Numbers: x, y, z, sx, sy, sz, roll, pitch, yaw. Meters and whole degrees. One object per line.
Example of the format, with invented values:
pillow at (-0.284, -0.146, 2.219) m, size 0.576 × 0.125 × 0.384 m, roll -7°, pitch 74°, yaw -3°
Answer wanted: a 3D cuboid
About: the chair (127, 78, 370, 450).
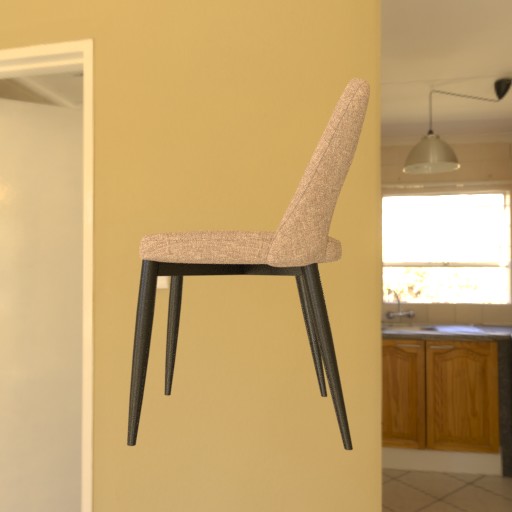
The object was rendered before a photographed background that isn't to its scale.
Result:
chair at (0.000, 0.000, 1.276) m, size 0.612 × 0.931 × 0.470 m, roll 0°, pitch -1°, yaw 1°
